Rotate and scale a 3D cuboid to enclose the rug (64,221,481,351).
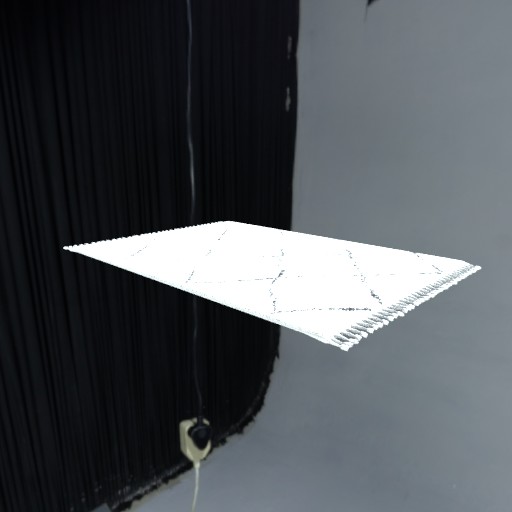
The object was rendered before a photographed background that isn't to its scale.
[{"bbox_3d":[0.000,0.000,2.858,2.307,0.031,1.494,13,19,42],"label":"rug"}]
